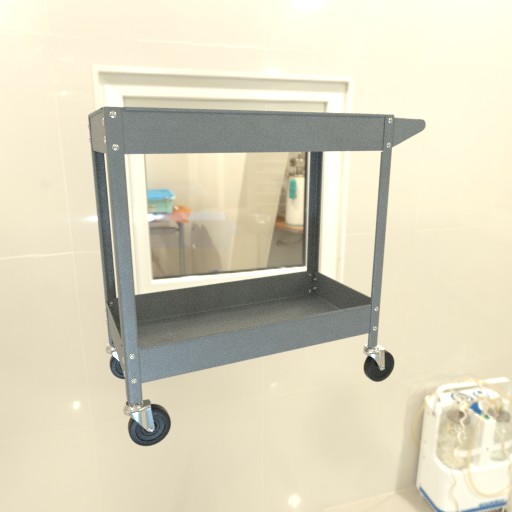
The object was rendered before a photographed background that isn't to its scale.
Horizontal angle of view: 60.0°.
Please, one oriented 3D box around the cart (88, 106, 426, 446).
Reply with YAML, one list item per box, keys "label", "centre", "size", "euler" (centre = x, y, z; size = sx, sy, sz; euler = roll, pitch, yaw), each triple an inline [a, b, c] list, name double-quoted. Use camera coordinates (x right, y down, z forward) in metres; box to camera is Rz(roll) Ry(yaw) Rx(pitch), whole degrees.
- label: "cart"
  centre: [0.000, 0.000, 1.187]
  size: [0.779, 0.719, 0.366]
  euler: [-7, 16, -24]
